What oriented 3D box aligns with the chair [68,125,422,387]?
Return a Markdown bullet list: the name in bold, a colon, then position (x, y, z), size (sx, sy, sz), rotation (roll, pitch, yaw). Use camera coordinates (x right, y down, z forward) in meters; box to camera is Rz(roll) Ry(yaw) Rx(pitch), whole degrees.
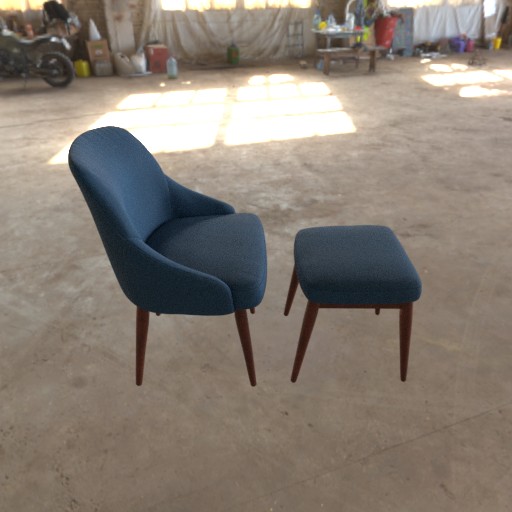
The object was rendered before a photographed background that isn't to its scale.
- **chair**: position (0.000, 0.000, 1.595), size (1.114, 0.866, 0.584), rotation (0, 31, -1)
